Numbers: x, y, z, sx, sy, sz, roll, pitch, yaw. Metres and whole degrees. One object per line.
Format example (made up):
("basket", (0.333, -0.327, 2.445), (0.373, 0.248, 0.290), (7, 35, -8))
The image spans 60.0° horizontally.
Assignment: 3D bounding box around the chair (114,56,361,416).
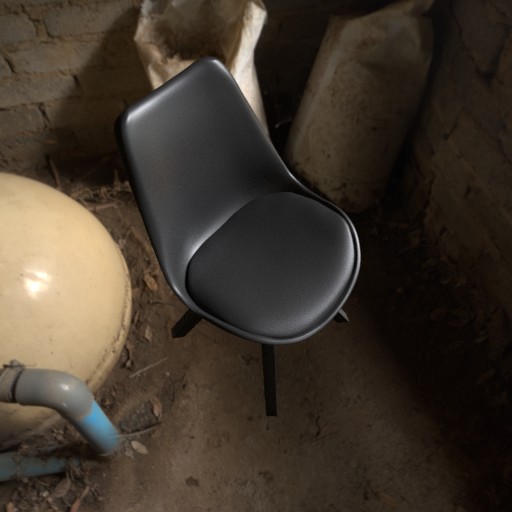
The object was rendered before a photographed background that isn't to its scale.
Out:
("chair", (0.000, 0.000, 1.196), (0.530, 0.850, 0.485), (34, 63, 20))
